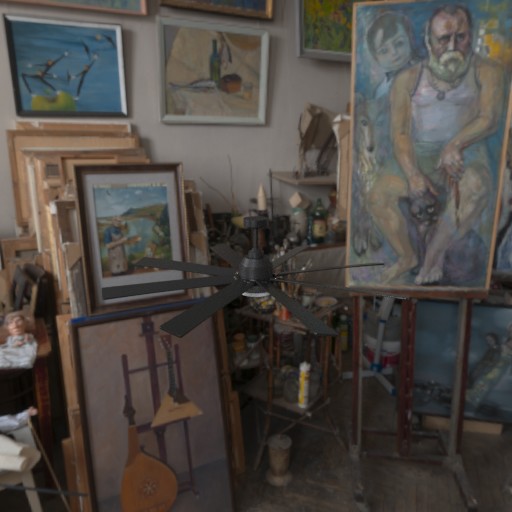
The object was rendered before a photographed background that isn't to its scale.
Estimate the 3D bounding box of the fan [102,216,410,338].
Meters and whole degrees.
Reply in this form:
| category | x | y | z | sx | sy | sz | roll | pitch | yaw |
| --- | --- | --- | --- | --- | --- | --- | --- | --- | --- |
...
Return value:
| category | x | y | z | sx | sy | sz | roll | pitch | yaw |
| --- | --- | --- | --- | --- | --- | --- | --- | --- | --- |
| fan | 0.000 | 0.000 | 2.743 | 1.830 | 0.472 | 1.830 | 7 | 16 | 24 |
